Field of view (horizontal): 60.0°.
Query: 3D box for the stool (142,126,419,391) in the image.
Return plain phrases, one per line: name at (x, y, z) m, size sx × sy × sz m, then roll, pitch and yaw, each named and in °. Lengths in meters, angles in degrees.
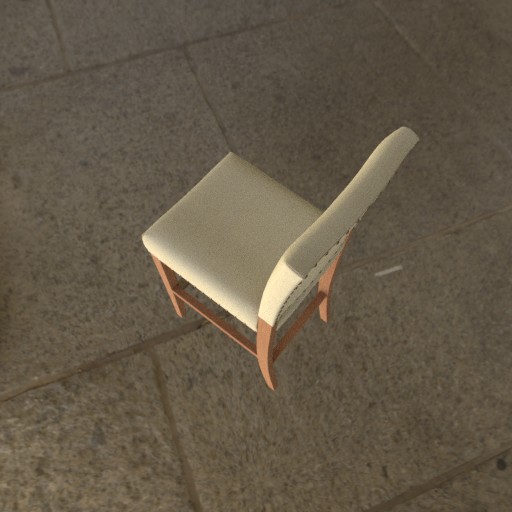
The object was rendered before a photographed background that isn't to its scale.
stool at (0.000, 0.000, 1.468) m, size 0.584 × 1.168 × 0.445 m, roll 36°, pitch 68°, yaw 17°
